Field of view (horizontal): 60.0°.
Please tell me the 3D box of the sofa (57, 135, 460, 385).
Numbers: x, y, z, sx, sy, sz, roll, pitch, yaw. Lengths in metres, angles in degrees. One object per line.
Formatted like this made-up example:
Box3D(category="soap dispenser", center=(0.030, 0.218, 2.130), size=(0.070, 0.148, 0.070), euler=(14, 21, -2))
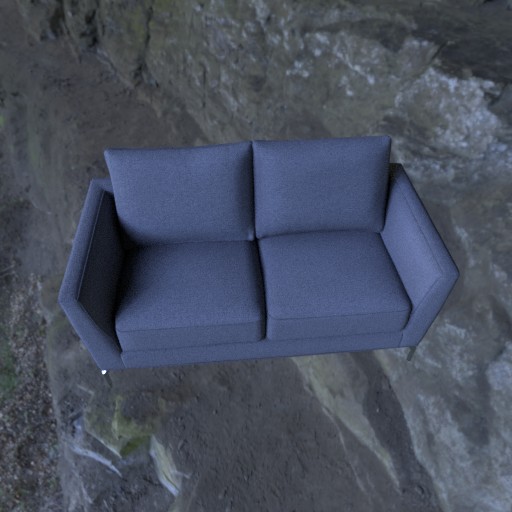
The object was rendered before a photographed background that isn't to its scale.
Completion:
Box3D(category="sofa", center=(0.000, 0.000, 2.158), size=(1.594, 0.924, 0.803), euler=(-4, 46, -3))
